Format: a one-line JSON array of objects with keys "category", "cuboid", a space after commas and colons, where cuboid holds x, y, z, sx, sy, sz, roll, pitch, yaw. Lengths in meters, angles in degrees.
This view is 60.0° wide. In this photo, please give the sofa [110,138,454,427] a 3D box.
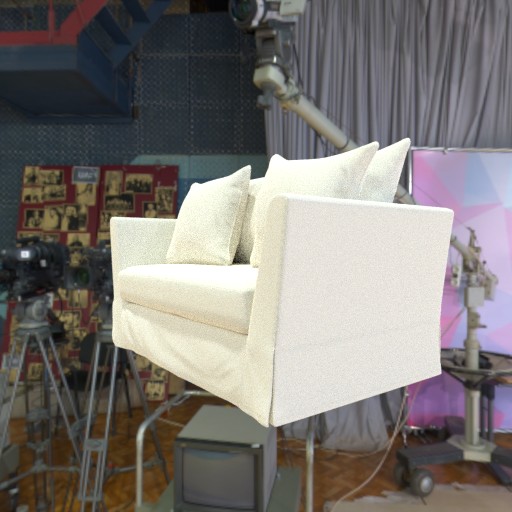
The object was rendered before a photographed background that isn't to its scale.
[{"category": "sofa", "cuboid": [0.000, 0.000, 2.283, 1.026, 1.039, 1.608, -1, 2, -37]}]
